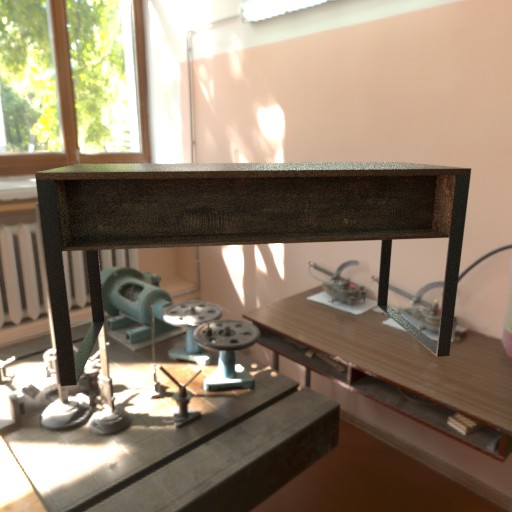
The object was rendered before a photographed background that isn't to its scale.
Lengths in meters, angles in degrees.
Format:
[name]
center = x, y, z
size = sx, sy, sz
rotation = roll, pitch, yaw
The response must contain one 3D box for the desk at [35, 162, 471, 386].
[desk]
center = 0.000, 0.000, 1.911
size = 1.524, 0.762, 0.599
rotation = -2, 15, -9
